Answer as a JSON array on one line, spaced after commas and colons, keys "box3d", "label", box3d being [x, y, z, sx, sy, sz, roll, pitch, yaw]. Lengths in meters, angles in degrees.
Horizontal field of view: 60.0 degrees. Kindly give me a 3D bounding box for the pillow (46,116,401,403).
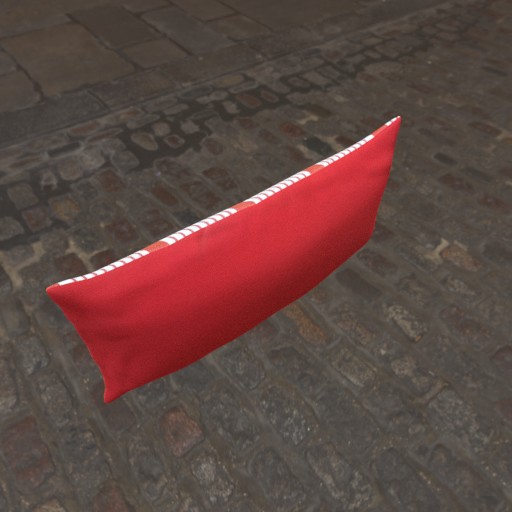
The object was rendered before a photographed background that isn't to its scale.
[{"box3d": [0.000, 0.000, 0.729, 0.608, 0.297, 0.151, -29, 54, -25], "label": "pillow"}]
